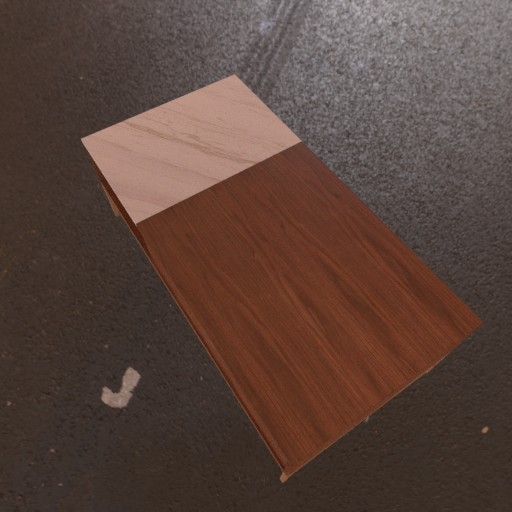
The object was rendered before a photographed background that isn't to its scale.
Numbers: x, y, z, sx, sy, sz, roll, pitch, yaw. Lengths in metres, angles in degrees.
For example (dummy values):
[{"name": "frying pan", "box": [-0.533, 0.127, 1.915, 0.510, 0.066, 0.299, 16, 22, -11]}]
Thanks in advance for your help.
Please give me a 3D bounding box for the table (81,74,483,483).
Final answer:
[{"name": "table", "box": [0.000, 0.000, 1.935, 0.789, 0.551, 1.553, -30, 63, -17]}]
